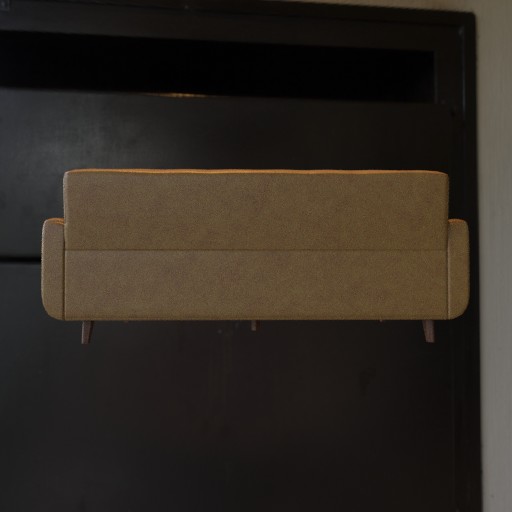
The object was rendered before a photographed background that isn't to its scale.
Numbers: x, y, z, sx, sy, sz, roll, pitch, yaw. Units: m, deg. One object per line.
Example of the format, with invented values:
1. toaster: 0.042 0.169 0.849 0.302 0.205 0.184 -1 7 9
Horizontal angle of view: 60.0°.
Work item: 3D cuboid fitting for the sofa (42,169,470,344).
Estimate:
1. sofa: 0.000 0.000 2.640 2.137 0.892 0.980 0 -1 -1
